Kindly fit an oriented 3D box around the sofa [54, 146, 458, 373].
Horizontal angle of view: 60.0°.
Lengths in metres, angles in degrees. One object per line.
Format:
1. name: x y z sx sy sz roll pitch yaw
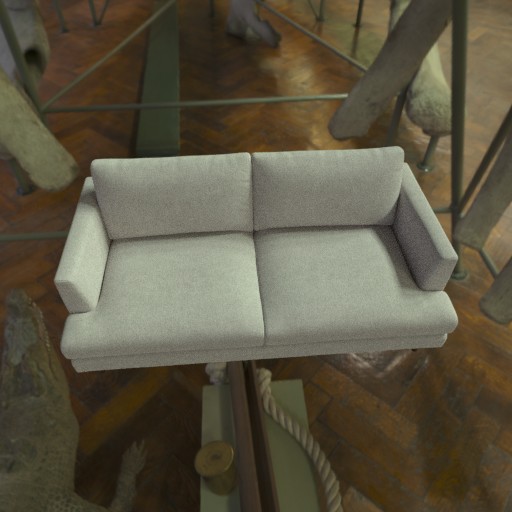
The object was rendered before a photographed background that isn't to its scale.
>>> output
1. sofa: 0.000 0.000 2.465 1.948 0.868 1.020 -3 46 -3
